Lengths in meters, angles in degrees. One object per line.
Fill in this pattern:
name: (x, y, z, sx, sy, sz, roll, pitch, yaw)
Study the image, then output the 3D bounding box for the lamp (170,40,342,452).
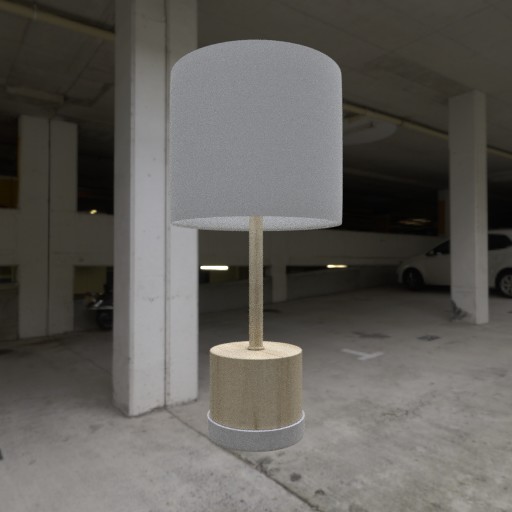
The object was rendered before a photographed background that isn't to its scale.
lamp: (0.000, 0.000, 0.595, 0.229, 0.470, 0.229, 1, -1, -36)
